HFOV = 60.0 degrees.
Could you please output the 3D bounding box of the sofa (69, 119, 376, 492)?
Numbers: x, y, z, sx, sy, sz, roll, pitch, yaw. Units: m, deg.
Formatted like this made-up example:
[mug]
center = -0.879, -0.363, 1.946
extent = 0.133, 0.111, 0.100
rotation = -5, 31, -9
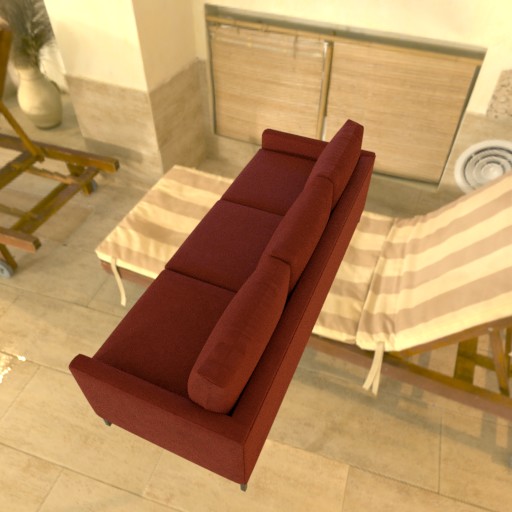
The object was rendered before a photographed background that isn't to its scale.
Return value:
[sofa]
center = 0.000, 0.000, 2.647
extent = 0.875, 0.879, 2.252
rotation = 17, 48, 16
